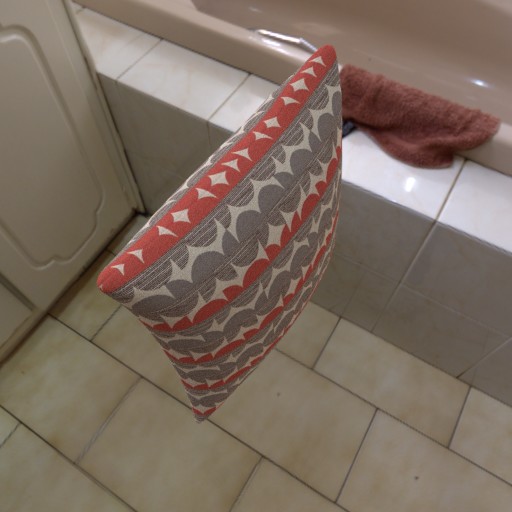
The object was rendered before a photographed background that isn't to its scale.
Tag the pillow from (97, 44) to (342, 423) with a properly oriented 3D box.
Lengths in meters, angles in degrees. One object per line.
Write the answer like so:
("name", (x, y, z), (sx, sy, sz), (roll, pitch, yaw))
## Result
("pillow", (0.000, 0.000, 0.632), (0.180, 0.410, 0.420), (30, 63, 17))
